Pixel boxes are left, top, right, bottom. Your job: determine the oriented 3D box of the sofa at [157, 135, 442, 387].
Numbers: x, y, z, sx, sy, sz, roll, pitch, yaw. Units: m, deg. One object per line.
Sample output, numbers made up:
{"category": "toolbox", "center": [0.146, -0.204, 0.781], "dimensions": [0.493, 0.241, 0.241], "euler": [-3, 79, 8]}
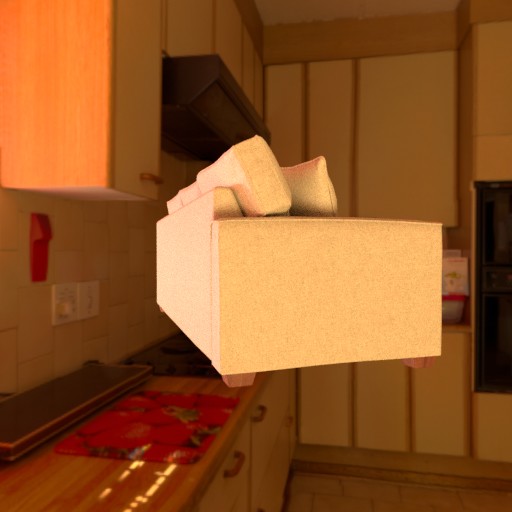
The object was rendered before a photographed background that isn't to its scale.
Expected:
{"category": "sofa", "center": [0.000, 0.000, 2.866], "dimensions": [1.061, 0.962, 2.317], "euler": [0, 1, -18]}
